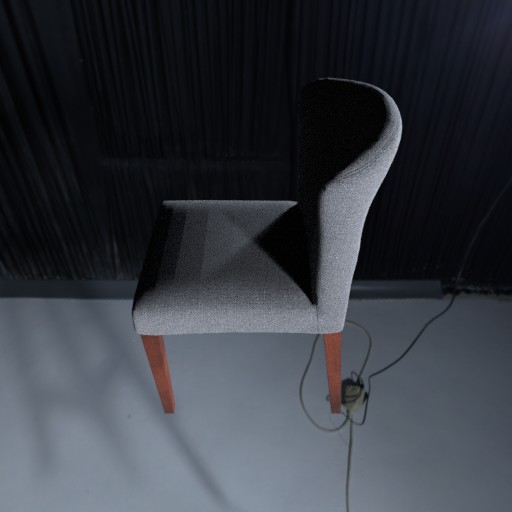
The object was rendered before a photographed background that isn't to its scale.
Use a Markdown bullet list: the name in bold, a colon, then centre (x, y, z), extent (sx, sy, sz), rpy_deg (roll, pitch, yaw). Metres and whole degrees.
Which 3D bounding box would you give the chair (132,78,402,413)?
- **chair**: centre (0.000, 0.000, 1.185), extent (0.589, 0.839, 0.491), rpy_deg (0, 41, 0)
